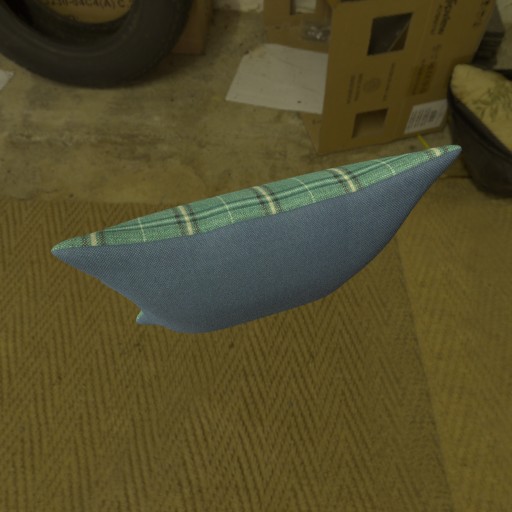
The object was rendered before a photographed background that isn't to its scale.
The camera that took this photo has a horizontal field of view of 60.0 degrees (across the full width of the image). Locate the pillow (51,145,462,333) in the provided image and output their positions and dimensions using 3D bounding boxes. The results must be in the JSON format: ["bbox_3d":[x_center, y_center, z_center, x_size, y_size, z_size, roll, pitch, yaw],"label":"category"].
[{"bbox_3d":[0.000,0.000,0.674,0.453,0.430,0.200,-15,60,-9],"label":"pillow"}]
